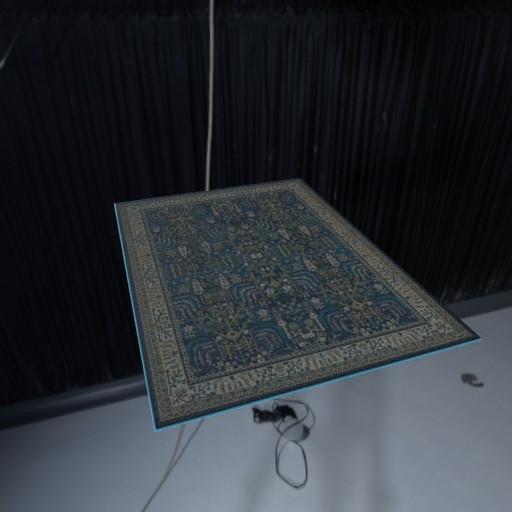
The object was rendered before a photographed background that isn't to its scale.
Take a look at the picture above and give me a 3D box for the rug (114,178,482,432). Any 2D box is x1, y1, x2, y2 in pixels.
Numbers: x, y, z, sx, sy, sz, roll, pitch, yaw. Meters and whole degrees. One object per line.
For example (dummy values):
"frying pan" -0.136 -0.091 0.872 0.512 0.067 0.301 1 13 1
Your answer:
"rug" 0.000 0.000 3.943 2.226 0.015 3.044 -10 34 -16
